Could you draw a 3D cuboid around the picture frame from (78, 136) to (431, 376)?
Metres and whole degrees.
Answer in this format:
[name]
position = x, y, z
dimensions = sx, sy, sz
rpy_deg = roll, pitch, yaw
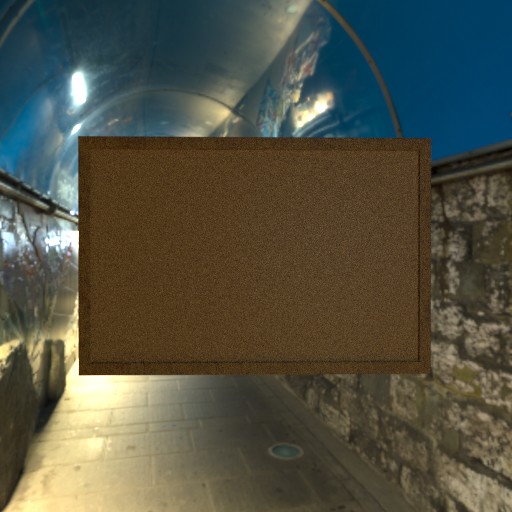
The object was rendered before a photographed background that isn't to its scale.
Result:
[picture frame]
position = 0.000, 0.000, 1.173
dimensions = 0.922, 0.621, 0.029
rpy_deg = 0, 0, -1
